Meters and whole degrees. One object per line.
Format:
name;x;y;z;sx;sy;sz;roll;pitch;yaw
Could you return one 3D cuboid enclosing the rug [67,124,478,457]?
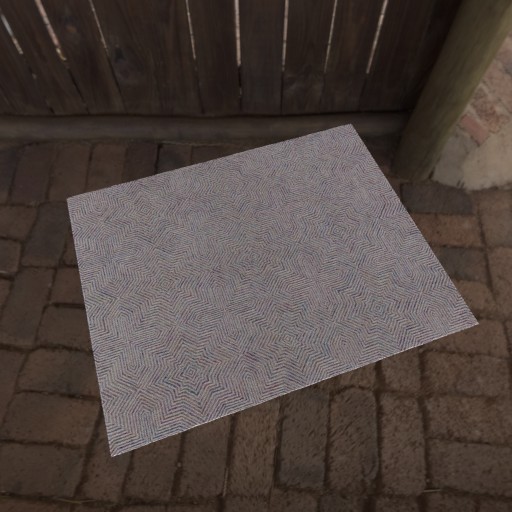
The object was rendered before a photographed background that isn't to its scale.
rug;0.000;0.000;3.989;3.046;0.008;2.442;-17;62;-9
